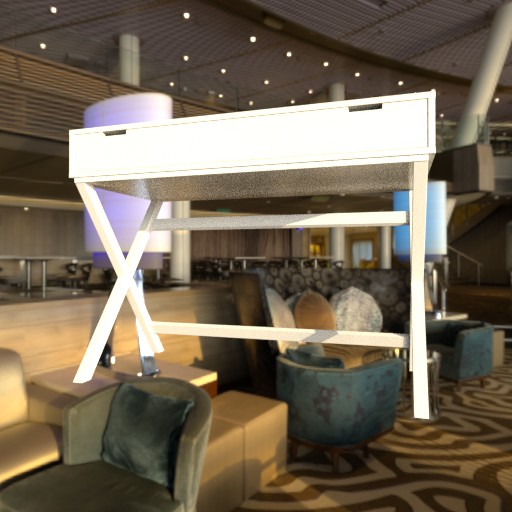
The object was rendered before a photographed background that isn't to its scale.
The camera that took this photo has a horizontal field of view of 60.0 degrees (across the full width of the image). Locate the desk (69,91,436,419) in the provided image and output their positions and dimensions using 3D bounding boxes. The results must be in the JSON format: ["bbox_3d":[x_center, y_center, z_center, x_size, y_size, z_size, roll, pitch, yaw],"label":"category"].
[{"bbox_3d":[0.000,0.000,1.453,1.059,0.780,0.509,0,0,18],"label":"desk"}]
